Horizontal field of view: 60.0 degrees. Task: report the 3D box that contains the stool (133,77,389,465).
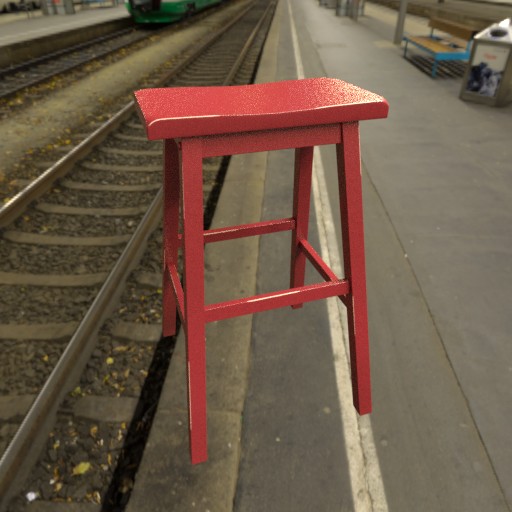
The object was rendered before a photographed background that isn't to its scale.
[{"bbox_3d":[0.000,0.000,1.051,0.457,0.737,0.476,-10,33,-15],"label":"stool"}]
